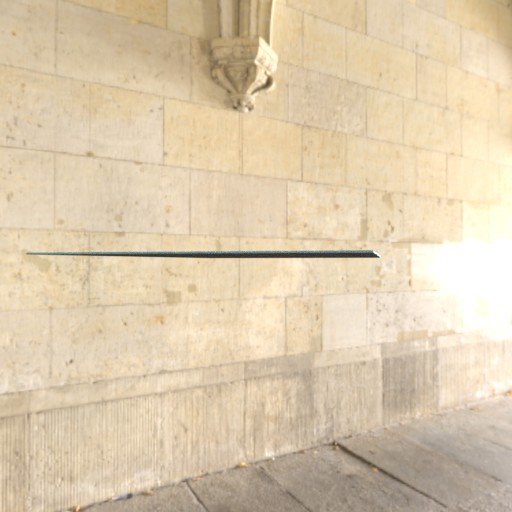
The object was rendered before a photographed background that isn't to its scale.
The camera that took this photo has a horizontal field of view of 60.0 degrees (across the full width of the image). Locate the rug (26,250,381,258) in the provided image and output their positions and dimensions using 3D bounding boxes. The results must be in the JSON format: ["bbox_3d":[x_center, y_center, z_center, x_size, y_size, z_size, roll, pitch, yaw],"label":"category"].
[{"bbox_3d":[0.000,0.000,3.013,1.622,0.009,2.373,0,-1,16],"label":"rug"}]
